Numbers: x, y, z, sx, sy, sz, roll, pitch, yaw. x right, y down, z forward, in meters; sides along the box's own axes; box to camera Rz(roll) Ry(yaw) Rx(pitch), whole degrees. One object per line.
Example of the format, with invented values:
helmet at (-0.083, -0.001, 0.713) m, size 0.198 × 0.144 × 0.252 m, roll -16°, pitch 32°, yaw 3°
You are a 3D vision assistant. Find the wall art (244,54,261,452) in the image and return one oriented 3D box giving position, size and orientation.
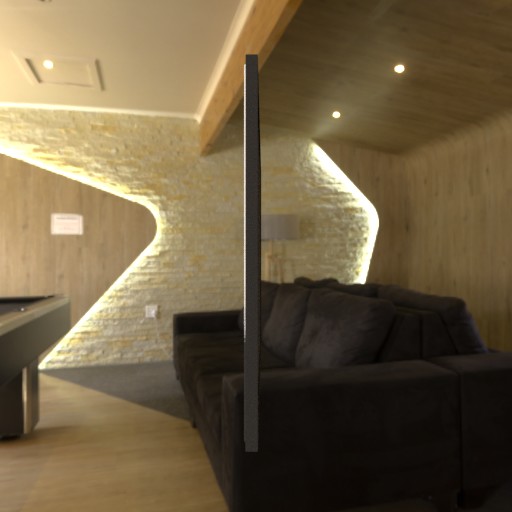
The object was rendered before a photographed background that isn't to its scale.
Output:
wall art at (0.000, 0.000, 1.491) m, size 0.028 × 0.805 × 1.190 m, roll 0°, pitch -1°, yaw 1°
